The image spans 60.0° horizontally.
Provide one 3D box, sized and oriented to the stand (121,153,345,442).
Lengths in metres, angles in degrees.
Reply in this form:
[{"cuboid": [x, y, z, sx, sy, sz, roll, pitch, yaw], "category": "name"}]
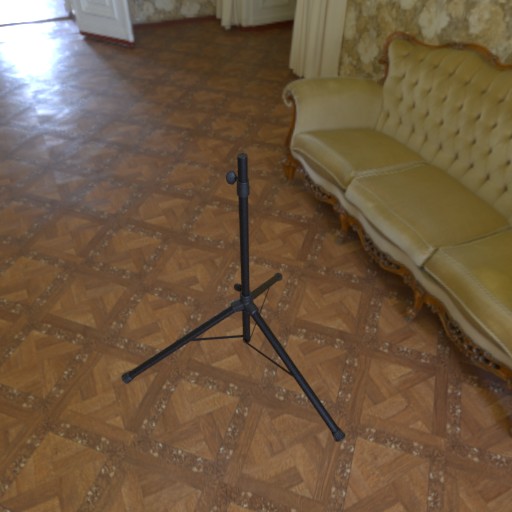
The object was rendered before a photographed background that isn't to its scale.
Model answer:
[{"cuboid": [0.000, 0.000, 1.900, 1.045, 1.136, 0.907, 12, 44, 13], "category": "stand"}]
